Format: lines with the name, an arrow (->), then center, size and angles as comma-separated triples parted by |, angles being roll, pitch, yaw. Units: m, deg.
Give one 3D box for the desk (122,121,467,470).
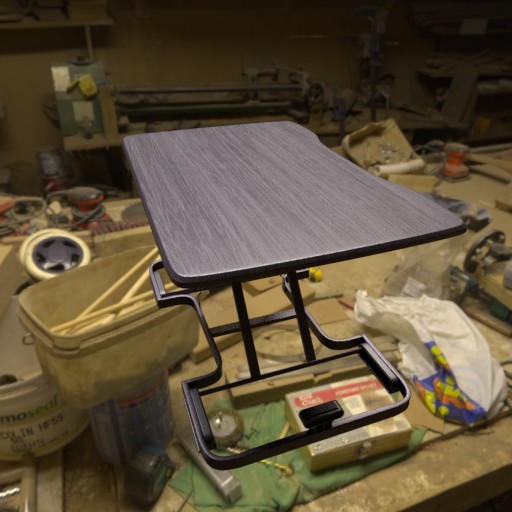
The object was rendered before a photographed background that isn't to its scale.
desk -> 0.000, 0.000, 1.152 | 0.546, 0.470, 0.820 | -11, 32, -17
